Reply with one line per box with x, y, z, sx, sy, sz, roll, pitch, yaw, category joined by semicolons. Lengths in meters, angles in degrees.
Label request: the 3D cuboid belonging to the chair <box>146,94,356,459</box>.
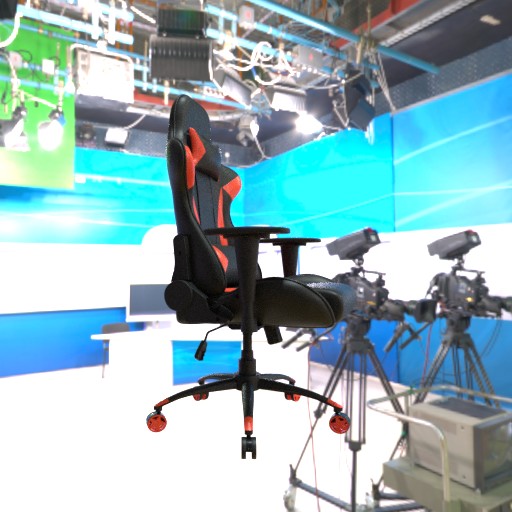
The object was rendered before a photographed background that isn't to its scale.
0.000;0.000;1.719;0.730;1.282;0.695;0;-1;18;chair
